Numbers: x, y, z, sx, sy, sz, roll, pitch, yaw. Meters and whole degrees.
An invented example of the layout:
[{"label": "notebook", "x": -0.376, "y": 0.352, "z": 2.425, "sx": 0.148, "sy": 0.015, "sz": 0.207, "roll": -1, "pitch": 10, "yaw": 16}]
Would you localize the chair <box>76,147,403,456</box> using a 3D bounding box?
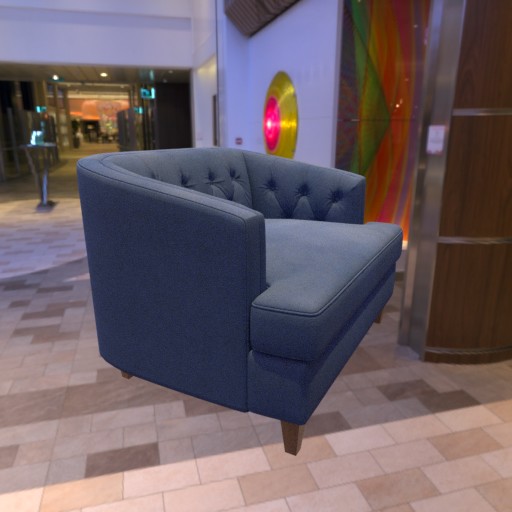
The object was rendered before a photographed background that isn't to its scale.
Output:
[{"label": "chair", "x": 0.000, "y": 0.000, "z": 1.722, "sx": 0.914, "sy": 0.787, "sz": 1.118, "roll": 8, "pitch": 18, "yaw": 27}]
